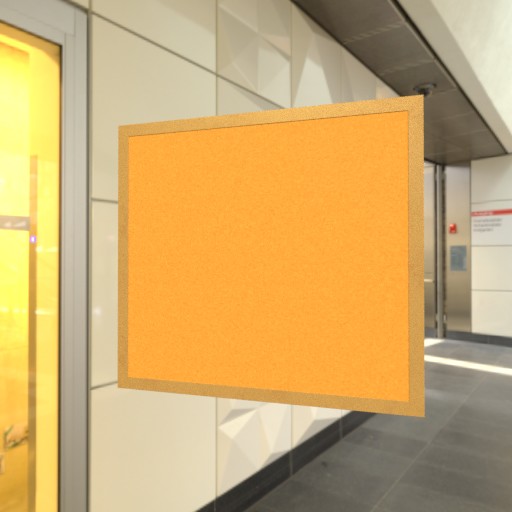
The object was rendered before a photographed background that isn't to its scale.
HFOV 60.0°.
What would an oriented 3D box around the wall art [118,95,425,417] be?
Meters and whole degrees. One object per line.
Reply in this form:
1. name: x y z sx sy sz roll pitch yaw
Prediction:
1. wall art: 0.000 0.000 1.647 1.168 1.067 0.025 0 -1 17
